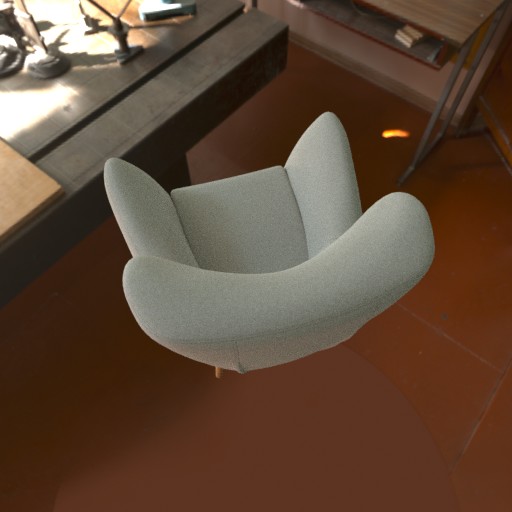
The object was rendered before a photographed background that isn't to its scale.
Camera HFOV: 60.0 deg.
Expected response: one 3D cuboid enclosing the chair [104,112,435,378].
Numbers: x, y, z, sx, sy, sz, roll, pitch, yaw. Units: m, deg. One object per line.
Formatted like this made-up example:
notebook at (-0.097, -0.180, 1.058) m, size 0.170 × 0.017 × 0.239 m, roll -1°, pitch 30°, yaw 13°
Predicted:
chair at (0.000, 0.000, 1.563) m, size 0.890 × 0.889 × 0.889 m, roll -14°, pitch 61°, yaw -8°
